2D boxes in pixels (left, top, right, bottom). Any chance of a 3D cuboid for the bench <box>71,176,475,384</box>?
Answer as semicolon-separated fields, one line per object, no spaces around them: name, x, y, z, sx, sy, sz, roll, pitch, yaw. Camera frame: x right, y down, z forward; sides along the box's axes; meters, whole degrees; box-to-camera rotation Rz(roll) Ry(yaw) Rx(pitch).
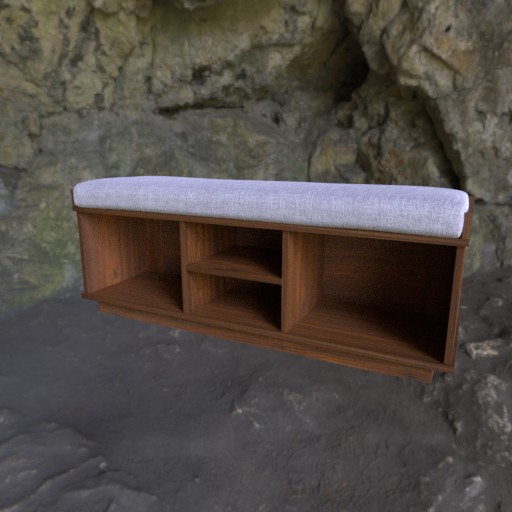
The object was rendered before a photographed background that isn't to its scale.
bench;0.000;0.000;1.396;1.196;0.468;0.367;7;16;25
